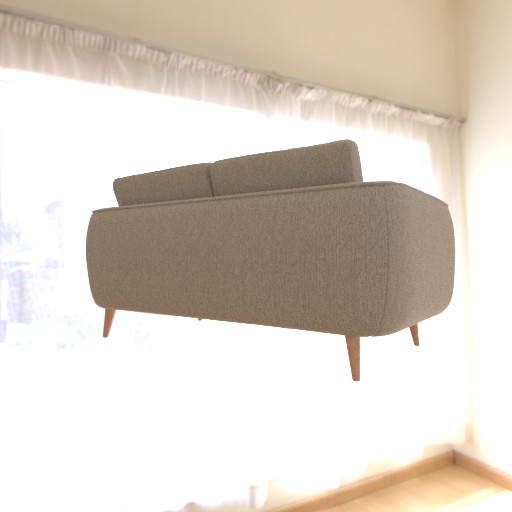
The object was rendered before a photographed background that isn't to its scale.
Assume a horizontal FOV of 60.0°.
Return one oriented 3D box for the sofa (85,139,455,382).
[{"bbox_3d":[0.000,0.000,2.214,1.700,0.850,0.920,0,0,36],"label":"sofa"}]
